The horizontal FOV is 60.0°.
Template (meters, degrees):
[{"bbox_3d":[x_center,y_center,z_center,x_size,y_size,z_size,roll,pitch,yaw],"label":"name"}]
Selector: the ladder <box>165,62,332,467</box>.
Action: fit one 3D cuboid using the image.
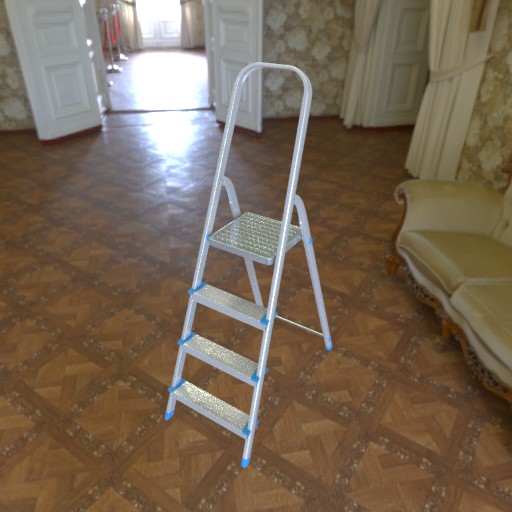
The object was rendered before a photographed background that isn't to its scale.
[{"bbox_3d":[0.000,0.000,1.818,0.445,1.434,0.842,19,36,28],"label":"ladder"}]
